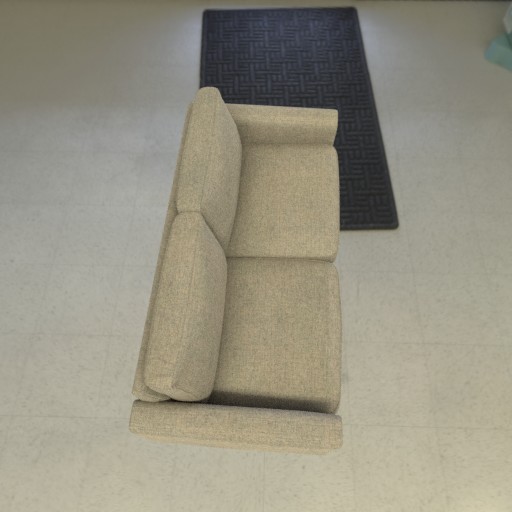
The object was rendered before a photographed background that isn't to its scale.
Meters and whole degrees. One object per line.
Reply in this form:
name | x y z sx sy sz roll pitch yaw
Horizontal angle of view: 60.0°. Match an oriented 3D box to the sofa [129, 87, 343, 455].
sofa | 0.000 0.000 2.495 0.969 0.892 1.978 4 63 2
